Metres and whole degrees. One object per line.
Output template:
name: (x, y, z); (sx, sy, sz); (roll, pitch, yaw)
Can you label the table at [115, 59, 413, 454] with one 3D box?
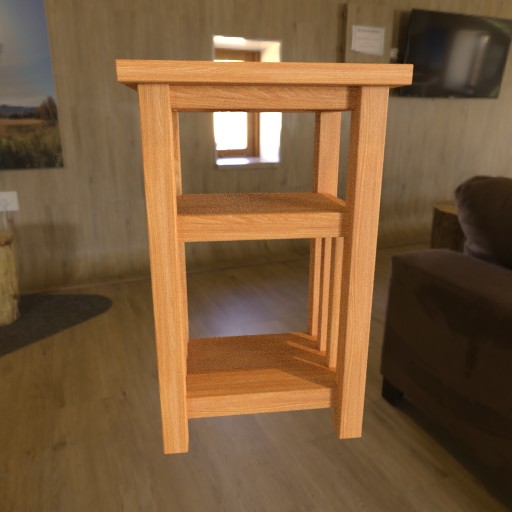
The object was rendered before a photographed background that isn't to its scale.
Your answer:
table: (0.000, 0.000, 0.721); (0.350, 0.550, 0.270); (-2, 17, -7)
